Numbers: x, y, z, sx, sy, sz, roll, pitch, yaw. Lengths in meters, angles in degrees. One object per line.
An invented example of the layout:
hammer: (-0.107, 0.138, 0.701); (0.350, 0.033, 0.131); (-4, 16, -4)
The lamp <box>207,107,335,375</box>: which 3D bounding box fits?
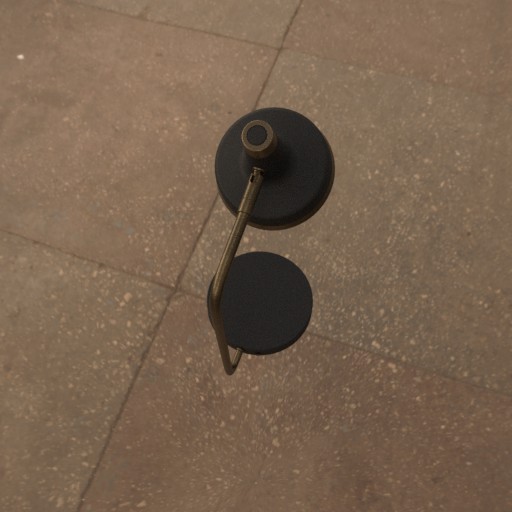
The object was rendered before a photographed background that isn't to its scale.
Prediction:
lamp: (0.000, 0.000, 0.507); (0.162, 0.385, 0.218); (18, 64, 9)
